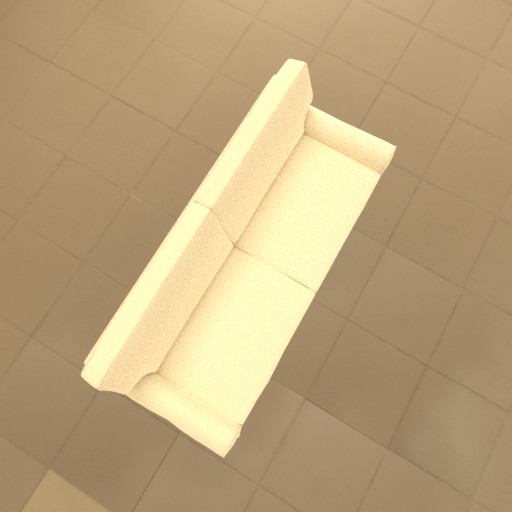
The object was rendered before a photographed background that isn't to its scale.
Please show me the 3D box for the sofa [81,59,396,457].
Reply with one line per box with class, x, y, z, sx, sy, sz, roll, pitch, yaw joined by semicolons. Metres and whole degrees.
sofa;0.000;0.000;2.552;0.862;0.937;2.021;29;77;7
